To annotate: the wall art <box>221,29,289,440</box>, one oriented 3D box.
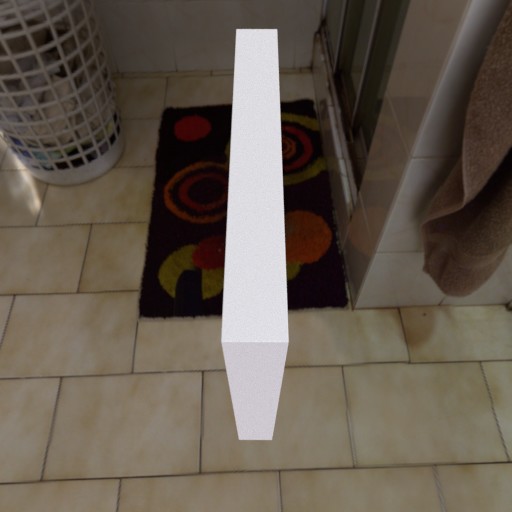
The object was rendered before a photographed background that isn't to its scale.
[{"bbox_3d":[0.000,0.000,0.458,0.038,0.305,0.305,0,58,0],"label":"wall art"}]
